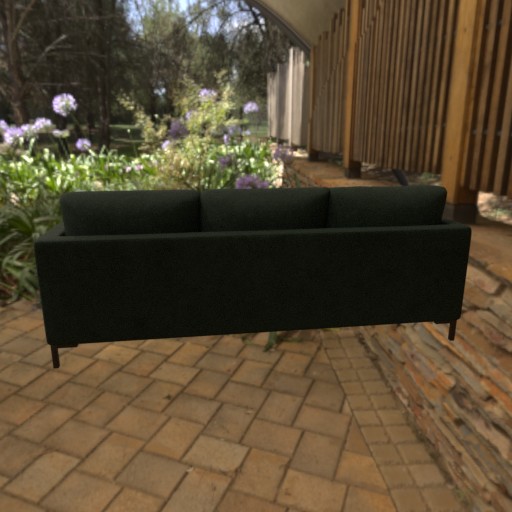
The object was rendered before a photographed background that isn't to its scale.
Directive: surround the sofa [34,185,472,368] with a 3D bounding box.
[{"bbox_3d":[0.000,0.000,2.660,2.218,0.870,0.859,-2,15,-8],"label":"sofa"}]
